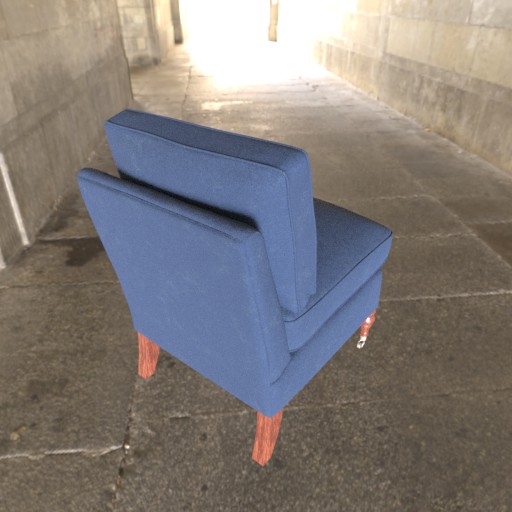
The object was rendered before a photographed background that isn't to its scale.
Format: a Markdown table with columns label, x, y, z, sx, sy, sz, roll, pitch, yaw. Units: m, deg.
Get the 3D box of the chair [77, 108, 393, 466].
| label | x | y | z | sx | sy | sz | roll | pitch | yaw |
| --- | --- | --- | --- | --- | --- | --- | --- | --- | --- |
| chair | 0.000 | 0.000 | 1.645 | 0.724 | 1.052 | 0.912 | 23 | 37 | 33 |
